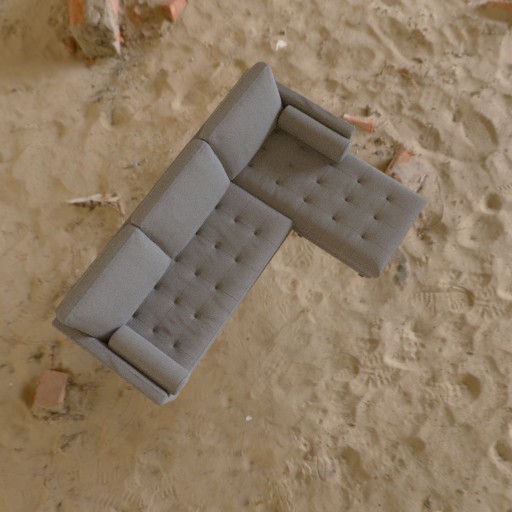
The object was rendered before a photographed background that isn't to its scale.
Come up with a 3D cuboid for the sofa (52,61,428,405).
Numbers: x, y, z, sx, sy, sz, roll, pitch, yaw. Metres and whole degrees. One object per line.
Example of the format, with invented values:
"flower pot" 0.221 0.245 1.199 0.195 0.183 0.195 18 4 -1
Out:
"sofa" 0.000 0.000 2.928 1.506 0.875 2.178 34 78 8
